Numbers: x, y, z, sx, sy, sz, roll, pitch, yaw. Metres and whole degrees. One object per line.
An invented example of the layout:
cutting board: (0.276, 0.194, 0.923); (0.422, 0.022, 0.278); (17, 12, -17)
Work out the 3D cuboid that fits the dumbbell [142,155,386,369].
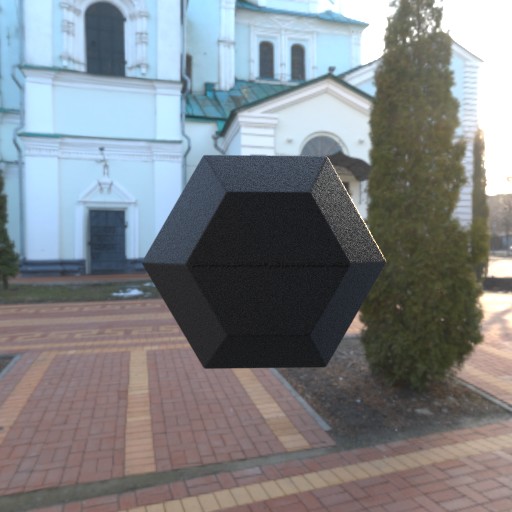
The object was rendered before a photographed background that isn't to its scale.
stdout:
dumbbell: (0.000, 0.000, 0.473); (0.173, 0.150, 0.384); (0, 2, -2)
